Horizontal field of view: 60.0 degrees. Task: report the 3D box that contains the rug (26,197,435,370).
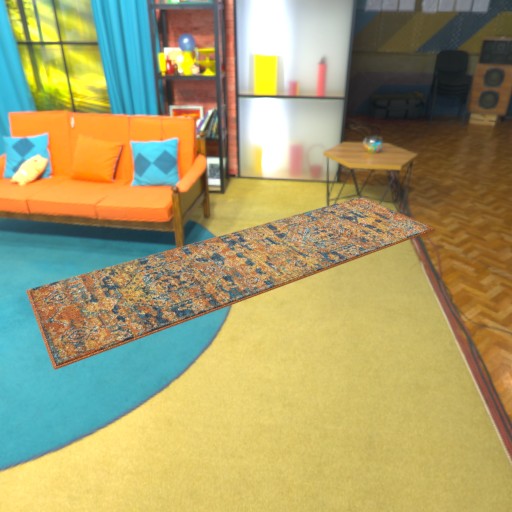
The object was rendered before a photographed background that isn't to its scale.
[{"bbox_3d":[0.000,0.000,2.481,2.274,0.016,0.651,-18,34,-28],"label":"rug"}]
